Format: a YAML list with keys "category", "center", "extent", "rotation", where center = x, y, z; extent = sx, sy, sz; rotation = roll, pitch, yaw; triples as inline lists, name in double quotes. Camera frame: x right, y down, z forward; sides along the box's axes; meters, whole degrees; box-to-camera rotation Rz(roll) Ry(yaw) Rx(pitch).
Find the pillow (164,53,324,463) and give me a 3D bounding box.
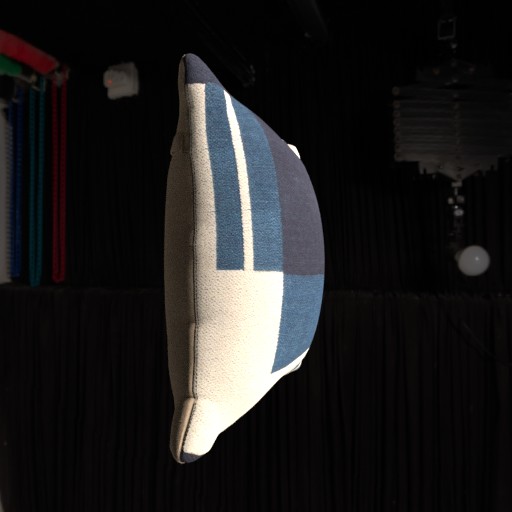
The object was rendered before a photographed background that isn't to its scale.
- category: "pillow"
  center: [0.000, 0.000, 0.774]
  extent: [0.229, 0.506, 0.536]
  rotation: [0, -1, 19]
